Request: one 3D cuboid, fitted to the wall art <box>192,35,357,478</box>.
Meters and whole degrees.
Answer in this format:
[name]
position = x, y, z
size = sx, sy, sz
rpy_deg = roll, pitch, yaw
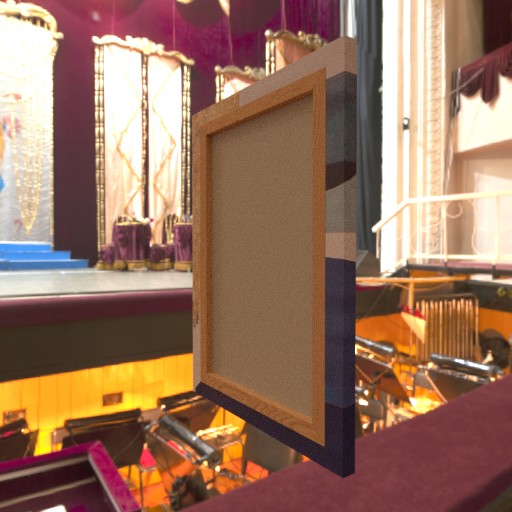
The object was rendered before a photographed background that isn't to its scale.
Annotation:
[wall art]
position = 0.000, 0.000, 0.807
size = 0.026, 0.613, 0.458
rpy_deg = -1, 2, -35
